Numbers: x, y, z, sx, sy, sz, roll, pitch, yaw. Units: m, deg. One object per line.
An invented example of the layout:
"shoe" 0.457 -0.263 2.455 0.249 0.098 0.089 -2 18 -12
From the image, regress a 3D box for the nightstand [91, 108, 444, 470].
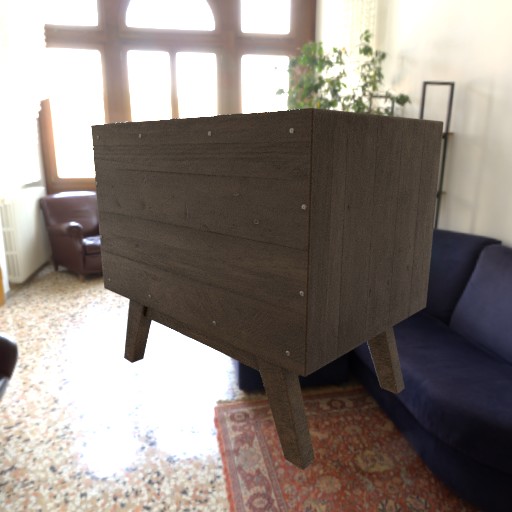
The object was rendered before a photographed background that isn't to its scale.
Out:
"nightstand" 0.000 0.000 1.044 0.650 0.599 0.450 13 19 43
